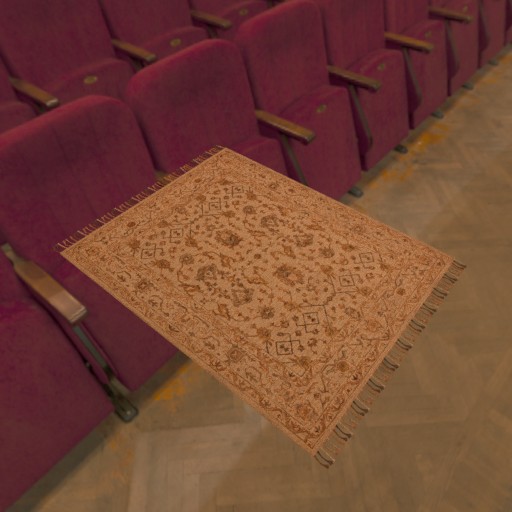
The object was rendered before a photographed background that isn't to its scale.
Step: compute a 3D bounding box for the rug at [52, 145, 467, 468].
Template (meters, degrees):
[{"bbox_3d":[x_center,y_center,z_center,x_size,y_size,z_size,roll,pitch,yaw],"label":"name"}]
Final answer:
[{"bbox_3d":[0.000,0.000,2.279,1.726,0.009,1.278,31,54,26],"label":"rug"}]
